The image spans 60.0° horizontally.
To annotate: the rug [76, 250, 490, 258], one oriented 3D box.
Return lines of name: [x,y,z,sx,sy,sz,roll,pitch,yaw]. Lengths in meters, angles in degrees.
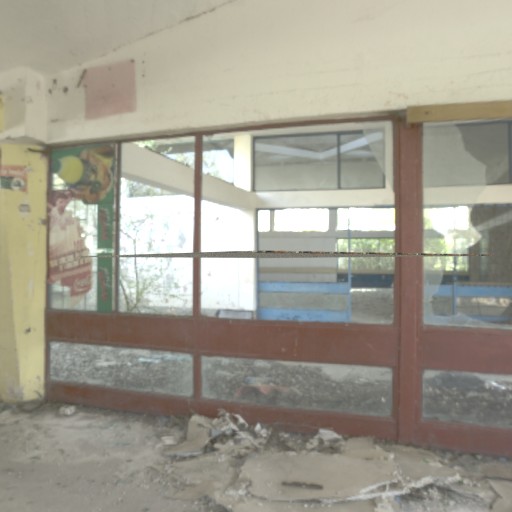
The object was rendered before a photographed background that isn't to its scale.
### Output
rug: [0.000,0.000,3.406,1.971,0.010,2.651,1,-1,-36]
